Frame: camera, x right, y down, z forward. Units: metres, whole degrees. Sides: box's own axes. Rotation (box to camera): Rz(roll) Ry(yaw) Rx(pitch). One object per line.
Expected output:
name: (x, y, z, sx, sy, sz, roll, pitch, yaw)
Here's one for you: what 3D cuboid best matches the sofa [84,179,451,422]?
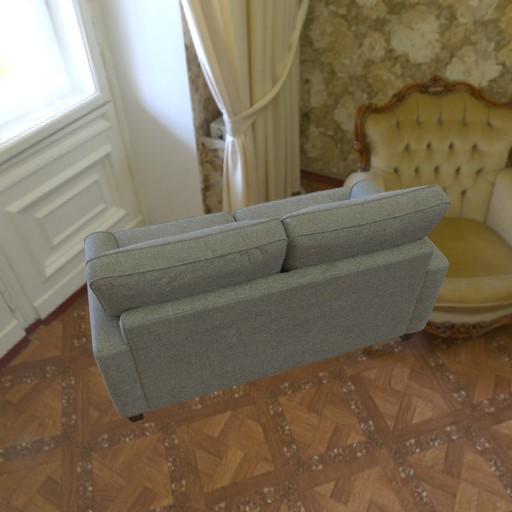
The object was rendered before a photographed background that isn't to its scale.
sofa: (0.000, 0.000, 2.286, 1.651, 0.965, 0.965, -13, 44, -14)
